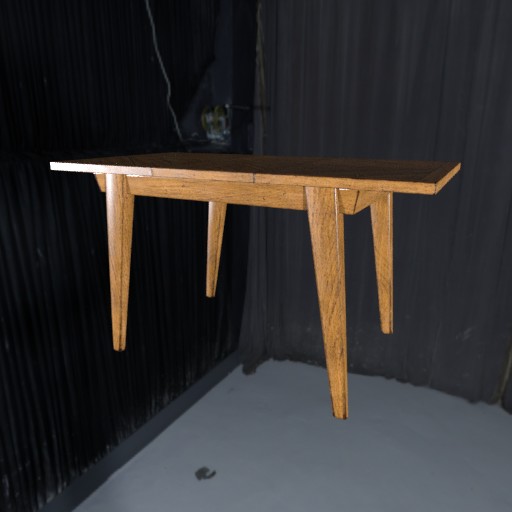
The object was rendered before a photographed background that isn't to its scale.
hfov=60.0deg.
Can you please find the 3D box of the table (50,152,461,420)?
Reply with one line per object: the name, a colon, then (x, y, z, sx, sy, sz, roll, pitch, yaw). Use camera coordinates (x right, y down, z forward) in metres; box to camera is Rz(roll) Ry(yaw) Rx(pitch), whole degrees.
table: (0.000, 0.000, 1.823, 1.400, 0.760, 0.757, 8, 18, 27)
